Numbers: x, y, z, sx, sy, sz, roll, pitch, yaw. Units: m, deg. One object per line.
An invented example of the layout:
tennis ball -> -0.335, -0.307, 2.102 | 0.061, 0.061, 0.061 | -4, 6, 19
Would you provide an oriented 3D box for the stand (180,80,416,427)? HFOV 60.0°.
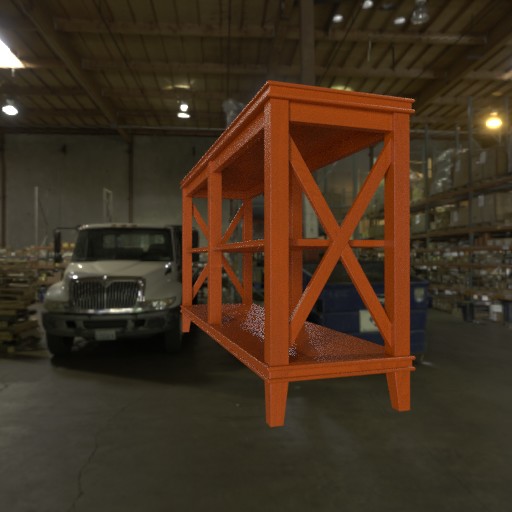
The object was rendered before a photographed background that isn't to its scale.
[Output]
stand -> 0.000, 0.000, 1.678 | 0.381, 0.762, 1.372 | 0, 0, -18
